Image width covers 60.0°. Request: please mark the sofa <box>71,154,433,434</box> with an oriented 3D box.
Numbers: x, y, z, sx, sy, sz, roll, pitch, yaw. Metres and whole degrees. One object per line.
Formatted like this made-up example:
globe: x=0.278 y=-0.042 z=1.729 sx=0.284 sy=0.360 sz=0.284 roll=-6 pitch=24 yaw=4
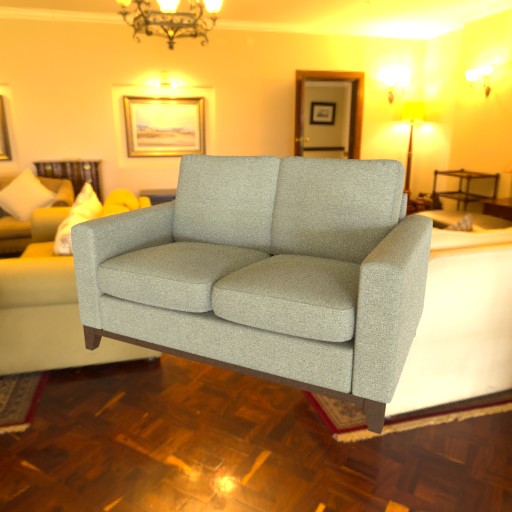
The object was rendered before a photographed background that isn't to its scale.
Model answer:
sofa: x=0.000 y=0.000 z=2.043 sx=1.420 sy=0.873 sz=0.917 roll=8 pitch=18 yaw=25
